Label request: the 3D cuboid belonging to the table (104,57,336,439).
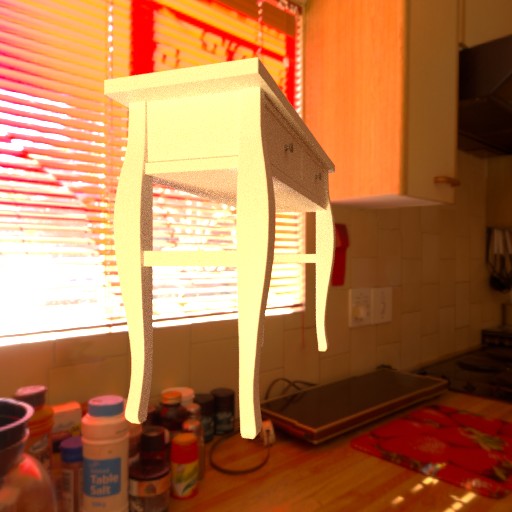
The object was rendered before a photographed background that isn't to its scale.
[{"bbox_3d":[0.000,0.000,1.421,0.373,0.768,1.062,0,0,18],"label":"table"}]
